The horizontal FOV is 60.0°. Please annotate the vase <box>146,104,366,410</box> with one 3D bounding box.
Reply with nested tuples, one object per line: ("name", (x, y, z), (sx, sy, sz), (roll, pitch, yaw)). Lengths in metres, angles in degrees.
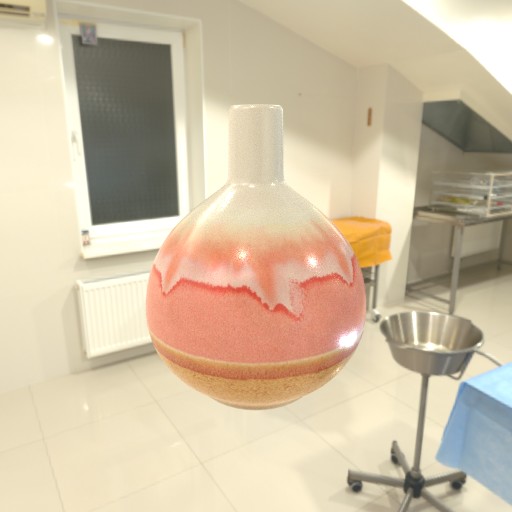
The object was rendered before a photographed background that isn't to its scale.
("vase", (0.000, 0.000, 0.274), (0.137, 0.176, 0.137), (0, 16, 0))
